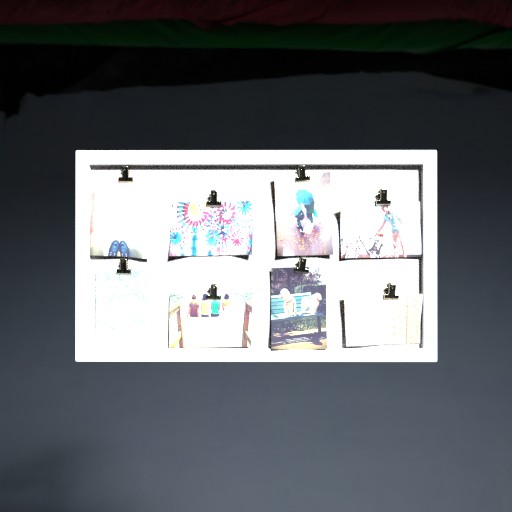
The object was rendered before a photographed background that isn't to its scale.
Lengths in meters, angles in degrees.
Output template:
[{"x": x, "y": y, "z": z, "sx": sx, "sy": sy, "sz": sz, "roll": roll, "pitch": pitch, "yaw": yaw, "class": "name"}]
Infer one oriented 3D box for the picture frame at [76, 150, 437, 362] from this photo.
[{"x": 0.000, "y": 0.000, "z": 0.799, "sx": 0.647, "sy": 0.379, "sz": 0.044, "roll": 0, "pitch": 0, "yaw": 0, "class": "picture frame"}]
